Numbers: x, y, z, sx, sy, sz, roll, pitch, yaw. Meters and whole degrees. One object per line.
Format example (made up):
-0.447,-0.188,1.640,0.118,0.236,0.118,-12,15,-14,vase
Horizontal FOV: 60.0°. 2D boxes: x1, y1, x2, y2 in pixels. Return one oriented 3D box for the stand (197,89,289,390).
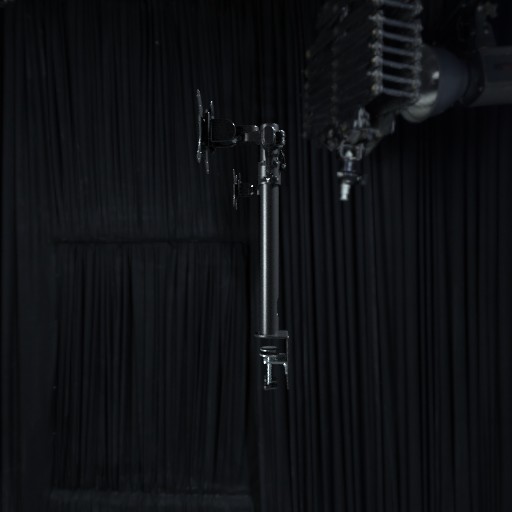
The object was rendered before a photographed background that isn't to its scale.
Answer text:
0.000,0.000,1.031,0.150,0.603,0.743,0,0,2,stand
